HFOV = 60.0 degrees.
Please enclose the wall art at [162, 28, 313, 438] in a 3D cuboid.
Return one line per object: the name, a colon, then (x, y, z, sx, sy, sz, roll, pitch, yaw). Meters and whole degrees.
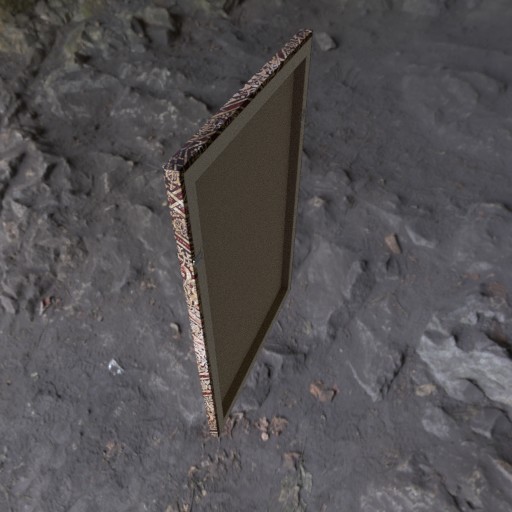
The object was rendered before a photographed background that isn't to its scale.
wall art: (0.000, 0.000, 0.750, 0.020, 0.599, 0.397, 17, 48, 16)
